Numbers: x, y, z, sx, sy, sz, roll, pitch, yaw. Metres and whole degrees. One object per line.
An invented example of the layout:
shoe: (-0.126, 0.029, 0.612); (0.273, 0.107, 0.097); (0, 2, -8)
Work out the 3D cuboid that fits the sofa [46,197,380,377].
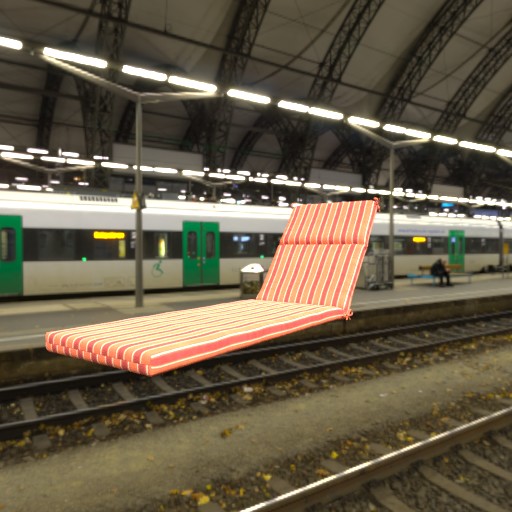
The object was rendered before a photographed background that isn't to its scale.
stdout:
sofa: (0.000, 0.000, 1.960); (0.582, 0.622, 1.663); (1, 1, 35)
